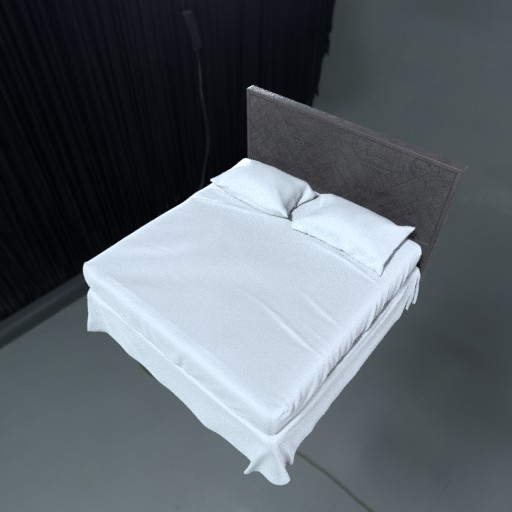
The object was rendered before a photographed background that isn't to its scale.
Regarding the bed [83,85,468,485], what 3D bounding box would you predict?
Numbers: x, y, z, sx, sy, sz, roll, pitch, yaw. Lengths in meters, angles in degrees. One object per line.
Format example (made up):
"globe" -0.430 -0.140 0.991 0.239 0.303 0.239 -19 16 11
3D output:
"bed" 0.000 0.000 2.799 1.772 1.142 1.785 31 53 27
